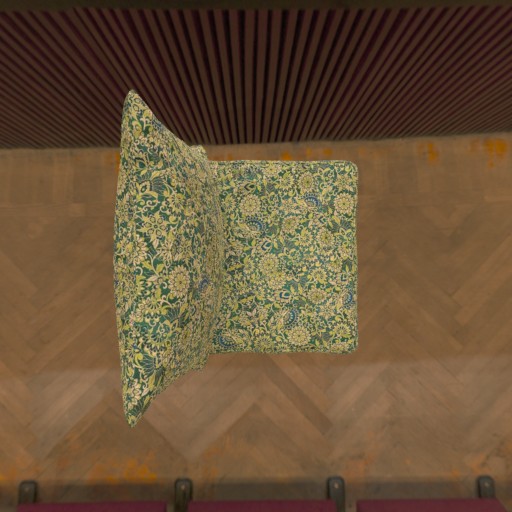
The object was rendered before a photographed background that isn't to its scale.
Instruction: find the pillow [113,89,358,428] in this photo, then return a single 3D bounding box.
[{"bbox_3d":[0.000,0.000,1.346,0.740,0.722,0.798,0,90,-1],"label":"pillow"}]
